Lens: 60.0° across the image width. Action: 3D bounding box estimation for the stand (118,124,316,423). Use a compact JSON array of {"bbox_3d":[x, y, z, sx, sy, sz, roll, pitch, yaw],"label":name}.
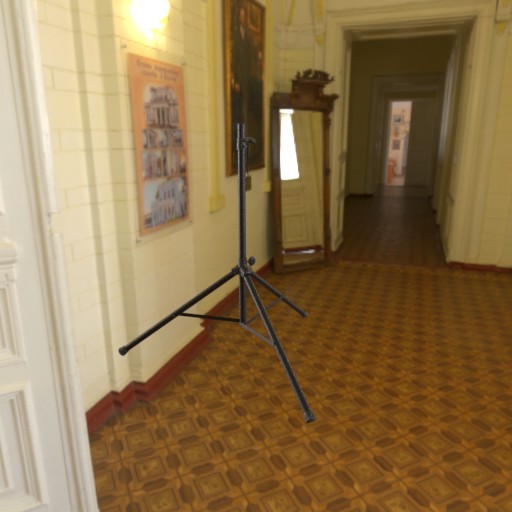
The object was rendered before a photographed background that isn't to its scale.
[{"bbox_3d":[0.000,0.000,2.772,1.596,1.595,1.339,-7,17,-25],"label":"stand"}]
